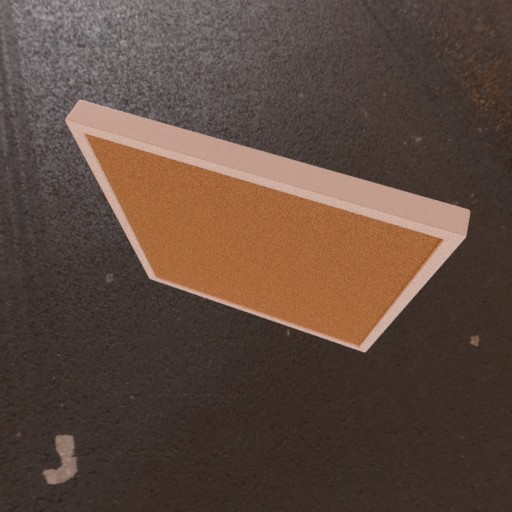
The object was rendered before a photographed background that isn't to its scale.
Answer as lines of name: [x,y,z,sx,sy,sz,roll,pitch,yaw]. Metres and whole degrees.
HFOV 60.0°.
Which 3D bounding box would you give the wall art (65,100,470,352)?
wall art: [0.000,0.000,0.762,0.508,0.508,0.038,18,65,9]
